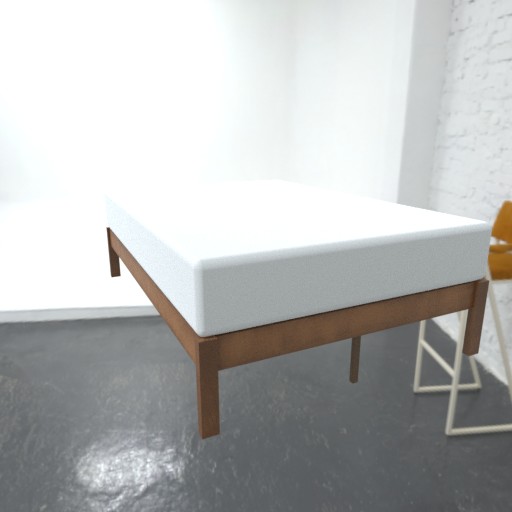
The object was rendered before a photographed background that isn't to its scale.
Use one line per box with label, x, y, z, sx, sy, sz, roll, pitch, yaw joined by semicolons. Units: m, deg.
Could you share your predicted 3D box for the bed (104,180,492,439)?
bed;0.000;0.000;2.515;1.348;0.616;1.927;-8;18;-25
